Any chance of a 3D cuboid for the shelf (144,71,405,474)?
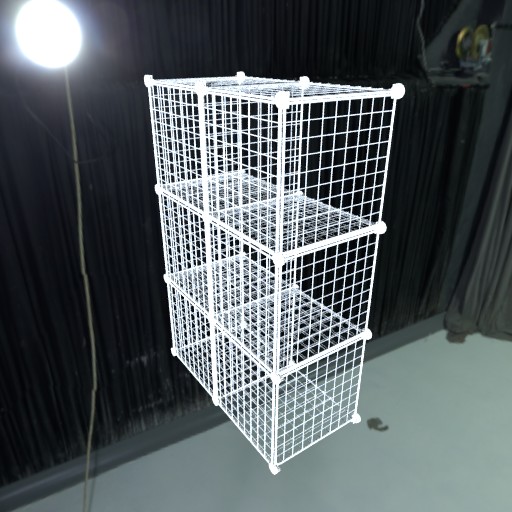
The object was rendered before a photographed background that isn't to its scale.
[{"bbox_3d":[0.000,0.000,1.434,0.356,1.067,0.711,-17,30,-31],"label":"shelf"}]
